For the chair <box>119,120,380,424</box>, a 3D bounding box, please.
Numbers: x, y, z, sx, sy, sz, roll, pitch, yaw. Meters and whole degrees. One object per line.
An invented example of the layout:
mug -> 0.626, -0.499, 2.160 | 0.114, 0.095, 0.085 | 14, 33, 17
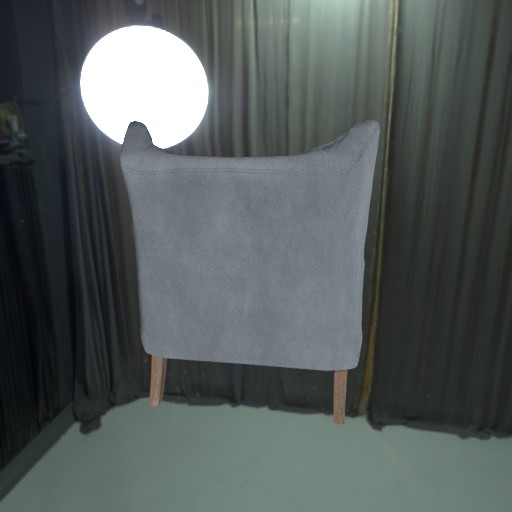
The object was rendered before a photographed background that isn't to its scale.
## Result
chair -> 0.000, 0.000, 1.626 | 0.784, 0.950, 0.906 | 2, 17, 8
